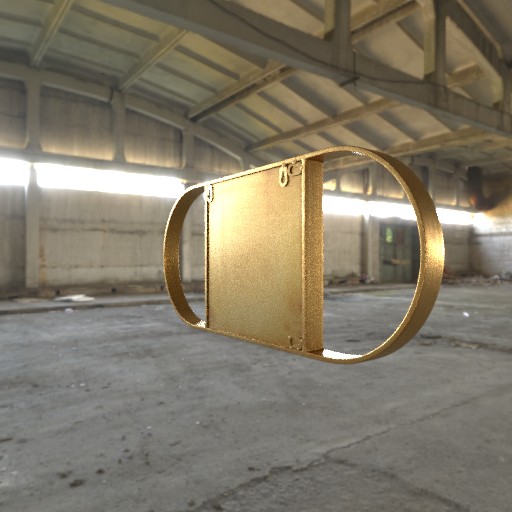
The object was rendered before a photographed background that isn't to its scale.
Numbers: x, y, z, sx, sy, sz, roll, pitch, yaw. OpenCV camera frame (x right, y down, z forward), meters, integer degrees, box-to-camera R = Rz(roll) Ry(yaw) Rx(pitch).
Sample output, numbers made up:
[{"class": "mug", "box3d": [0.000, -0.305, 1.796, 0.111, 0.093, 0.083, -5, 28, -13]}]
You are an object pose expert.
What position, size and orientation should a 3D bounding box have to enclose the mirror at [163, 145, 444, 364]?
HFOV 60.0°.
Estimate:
[{"class": "mirror", "box3d": [0.000, 0.000, 0.663, 0.032, 0.254, 0.584, 0, -1, -36]}]
